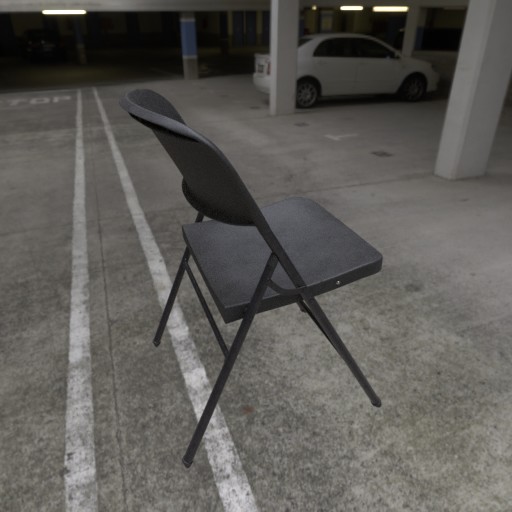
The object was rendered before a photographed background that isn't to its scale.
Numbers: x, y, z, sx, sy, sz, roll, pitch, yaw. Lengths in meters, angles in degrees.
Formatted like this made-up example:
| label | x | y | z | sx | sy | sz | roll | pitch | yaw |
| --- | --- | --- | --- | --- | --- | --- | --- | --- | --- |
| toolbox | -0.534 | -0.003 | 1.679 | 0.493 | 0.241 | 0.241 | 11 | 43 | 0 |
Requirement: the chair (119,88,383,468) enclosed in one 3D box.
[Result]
| label | x | y | z | sx | sy | sz | roll | pitch | yaw |
| --- | --- | --- | --- | --- | --- | --- | --- | --- | --- |
| chair | 0.000 | 0.000 | 1.143 | 0.566 | 0.810 | 0.494 | -10 | 31 | -17 |
